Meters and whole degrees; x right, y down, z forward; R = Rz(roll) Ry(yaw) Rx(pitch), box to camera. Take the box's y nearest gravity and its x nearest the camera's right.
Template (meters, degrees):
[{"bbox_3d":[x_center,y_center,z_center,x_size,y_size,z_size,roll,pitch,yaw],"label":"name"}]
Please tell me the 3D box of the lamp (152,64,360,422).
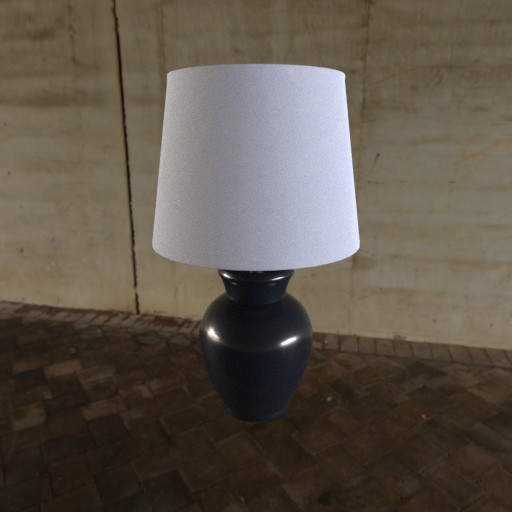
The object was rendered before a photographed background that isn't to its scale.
[{"bbox_3d":[0.000,0.000,0.529,0.239,0.399,0.239,0,16,0],"label":"lamp"}]
